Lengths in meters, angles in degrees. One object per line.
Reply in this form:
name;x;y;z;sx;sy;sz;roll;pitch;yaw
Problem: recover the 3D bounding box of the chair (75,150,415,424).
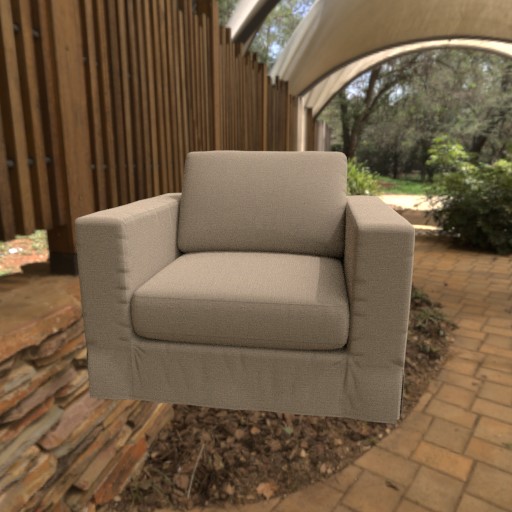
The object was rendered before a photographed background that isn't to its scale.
chair;0.000;0.000;1.896;1.150;0.878;0.957;2;13;8
